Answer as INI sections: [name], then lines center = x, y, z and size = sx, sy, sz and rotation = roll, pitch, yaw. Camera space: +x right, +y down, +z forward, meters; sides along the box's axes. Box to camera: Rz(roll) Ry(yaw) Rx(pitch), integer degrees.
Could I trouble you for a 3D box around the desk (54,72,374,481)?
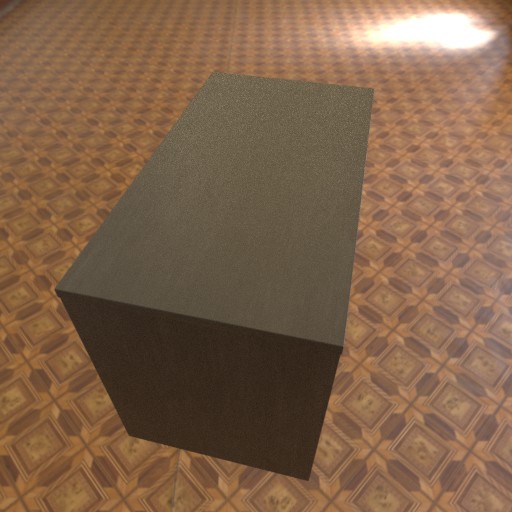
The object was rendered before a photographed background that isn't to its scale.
[desk]
center = 0.000, 0.000, 1.513
size = 0.600, 0.750, 1.100
rotation = 10, 46, 9
